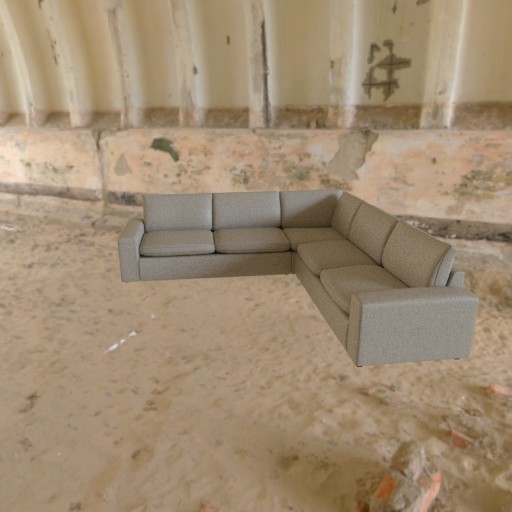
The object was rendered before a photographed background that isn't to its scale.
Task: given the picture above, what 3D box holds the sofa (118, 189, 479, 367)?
[{"bbox_3d":[0.000,0.000,4.089,2.622,0.800,2.742,-2,18,-8],"label":"sofa"}]
